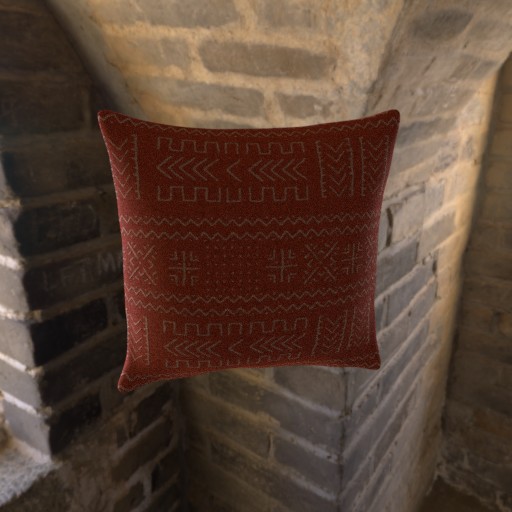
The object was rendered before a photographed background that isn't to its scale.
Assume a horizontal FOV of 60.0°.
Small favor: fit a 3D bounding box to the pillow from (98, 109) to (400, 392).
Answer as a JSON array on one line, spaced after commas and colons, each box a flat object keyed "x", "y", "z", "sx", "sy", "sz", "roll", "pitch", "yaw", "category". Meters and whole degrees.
[{"x": 0.000, "y": 0.000, "z": 0.677, "sx": 0.438, "sy": 0.429, "sz": 0.164, "roll": -3, "pitch": 16, "yaw": -10, "category": "pillow"}]
